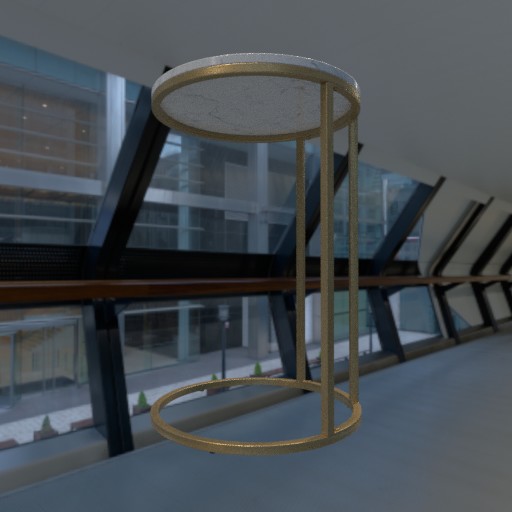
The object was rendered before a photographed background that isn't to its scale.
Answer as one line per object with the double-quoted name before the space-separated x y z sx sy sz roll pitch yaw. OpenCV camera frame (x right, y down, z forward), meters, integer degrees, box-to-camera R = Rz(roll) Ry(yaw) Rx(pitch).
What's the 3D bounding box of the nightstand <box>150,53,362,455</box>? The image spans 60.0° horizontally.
"nightstand" 0.000 0.000 0.868 0.400 0.610 0.400 0 -1 -2
